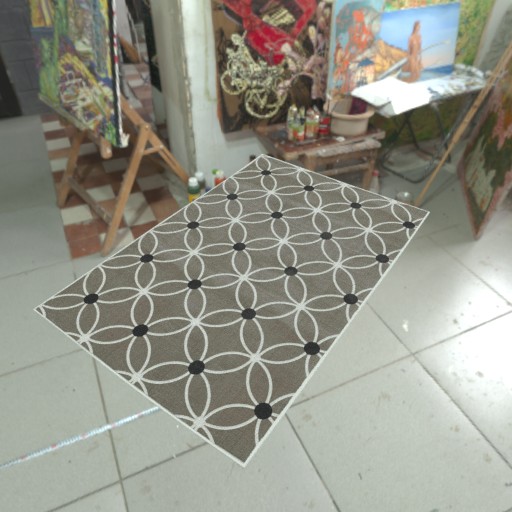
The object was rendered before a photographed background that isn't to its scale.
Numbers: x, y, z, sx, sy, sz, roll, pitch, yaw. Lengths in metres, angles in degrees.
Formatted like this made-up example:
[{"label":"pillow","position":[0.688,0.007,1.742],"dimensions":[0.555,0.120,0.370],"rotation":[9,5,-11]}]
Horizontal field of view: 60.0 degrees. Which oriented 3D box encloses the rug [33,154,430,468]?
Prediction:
[{"label":"rug","position":[0.000,0.000,2.890],"dimensions":[1.522,0.008,2.284],"rotation":[25,47,26]}]
